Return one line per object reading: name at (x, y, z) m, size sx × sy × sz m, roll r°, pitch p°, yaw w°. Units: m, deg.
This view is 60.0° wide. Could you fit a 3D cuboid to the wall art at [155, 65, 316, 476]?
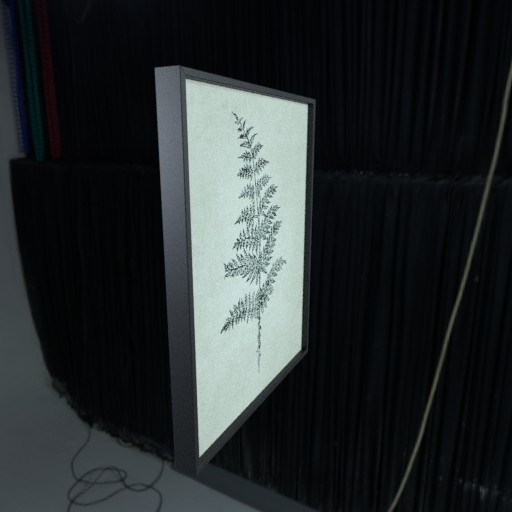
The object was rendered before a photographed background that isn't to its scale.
wall art at (0.000, 0.000, 0.777) m, size 0.039 × 0.555 × 0.449 m, roll 7°, pitch 16°, yaw 27°
